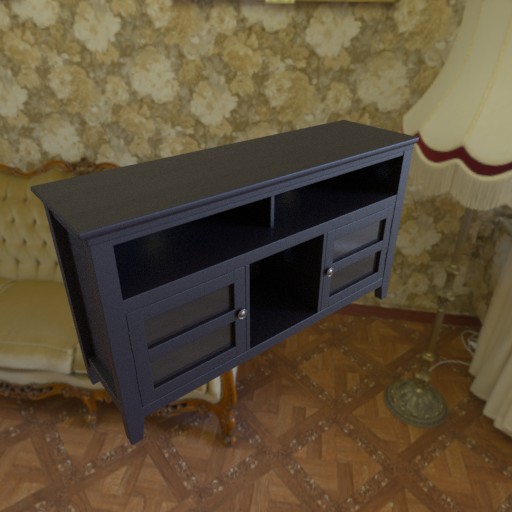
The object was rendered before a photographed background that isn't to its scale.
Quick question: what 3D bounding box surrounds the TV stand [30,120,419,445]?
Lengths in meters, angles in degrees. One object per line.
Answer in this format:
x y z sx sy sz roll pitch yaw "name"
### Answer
0.000 0.000 1.505 1.198 0.681 0.347 -22 36 -33 "TV stand"
